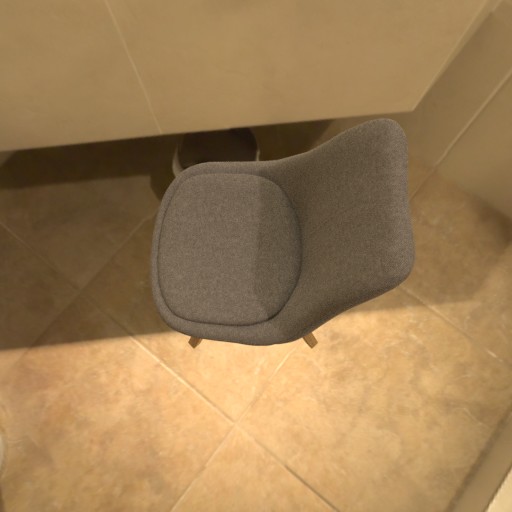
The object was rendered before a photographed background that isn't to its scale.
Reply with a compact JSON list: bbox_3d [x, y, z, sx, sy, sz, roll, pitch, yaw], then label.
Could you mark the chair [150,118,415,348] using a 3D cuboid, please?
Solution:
[{"bbox_3d":[0.000,0.000,1.186,0.550,0.865,0.483,2,74,0],"label":"chair"}]
